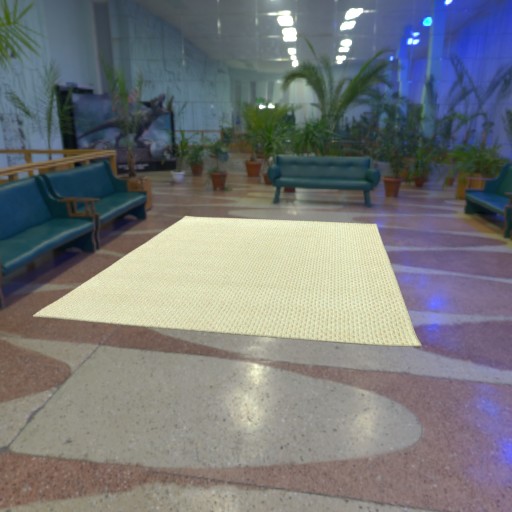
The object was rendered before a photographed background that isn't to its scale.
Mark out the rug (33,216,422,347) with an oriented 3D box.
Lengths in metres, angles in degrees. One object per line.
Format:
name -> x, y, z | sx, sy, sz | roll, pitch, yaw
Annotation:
rug -> 0.000, 0.000, 3.877 | 2.277, 0.035, 2.897 | 3, 18, 10
